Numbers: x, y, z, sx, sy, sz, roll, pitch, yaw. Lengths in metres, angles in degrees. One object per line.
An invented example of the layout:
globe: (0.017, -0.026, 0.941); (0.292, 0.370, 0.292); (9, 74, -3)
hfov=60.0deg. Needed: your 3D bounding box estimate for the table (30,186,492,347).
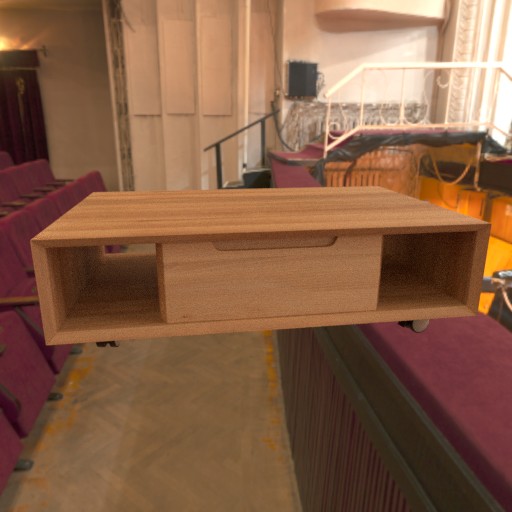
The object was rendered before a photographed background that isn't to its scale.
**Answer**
table: (0.000, 0.000, 1.421); (1.100, 0.330, 0.700); (-3, 17, -8)
